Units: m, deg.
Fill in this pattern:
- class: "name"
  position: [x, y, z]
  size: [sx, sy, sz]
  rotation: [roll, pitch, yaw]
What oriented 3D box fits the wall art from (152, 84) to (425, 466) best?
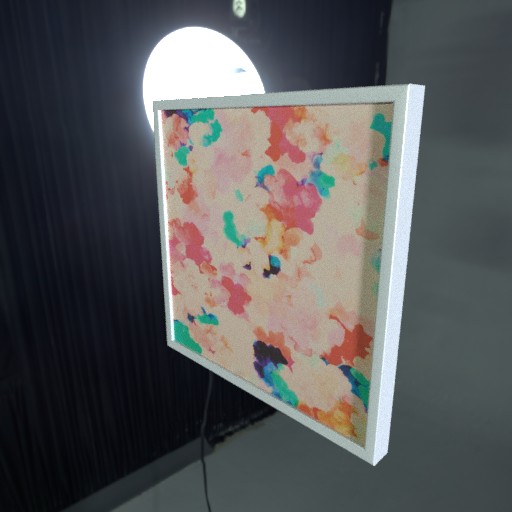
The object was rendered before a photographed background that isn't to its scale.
- class: "wall art"
  position: [0.000, 0.000, 0.737]
  size: [0.506, 0.505, 0.038]
  rotation: [16, 23, 42]
